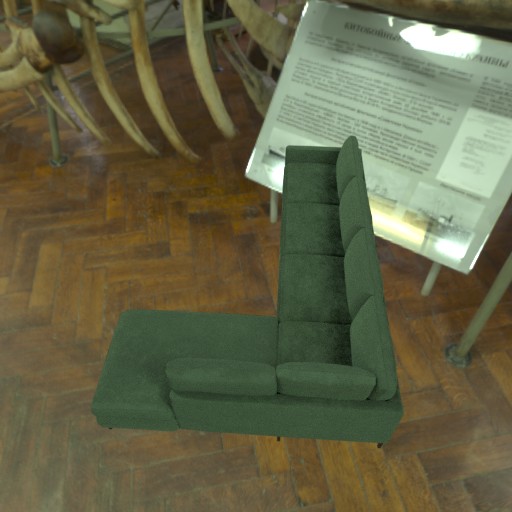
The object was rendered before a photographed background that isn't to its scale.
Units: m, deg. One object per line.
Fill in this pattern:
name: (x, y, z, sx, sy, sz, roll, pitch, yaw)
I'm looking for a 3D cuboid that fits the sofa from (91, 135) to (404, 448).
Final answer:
sofa: (0.000, 0.000, 3.259, 1.707, 0.687, 2.486, 3, 47, 3)
